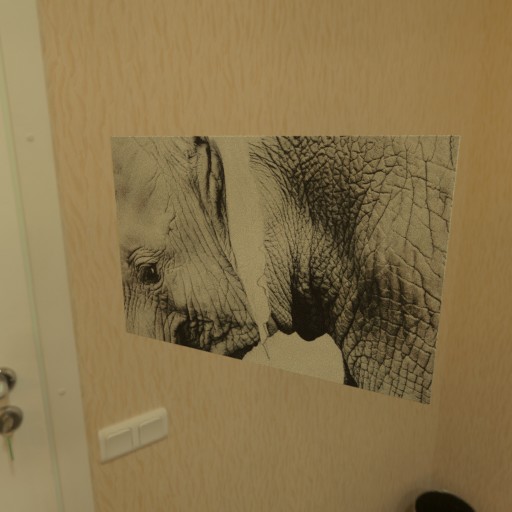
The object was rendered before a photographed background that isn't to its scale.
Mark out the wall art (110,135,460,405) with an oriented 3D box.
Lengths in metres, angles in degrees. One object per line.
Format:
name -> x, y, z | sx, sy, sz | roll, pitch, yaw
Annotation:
wall art -> 0.000, 0.000, 1.451 | 1.141, 0.758, 0.035 | 7, 16, 25
